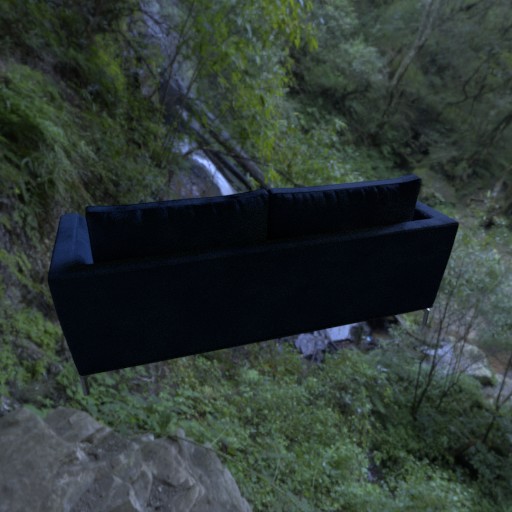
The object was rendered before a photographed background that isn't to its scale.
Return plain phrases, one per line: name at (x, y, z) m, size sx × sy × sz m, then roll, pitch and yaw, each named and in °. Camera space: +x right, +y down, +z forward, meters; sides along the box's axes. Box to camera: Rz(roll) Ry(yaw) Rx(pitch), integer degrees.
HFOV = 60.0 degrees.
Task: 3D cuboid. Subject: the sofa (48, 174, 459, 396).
sofa at (0.000, 0.000, 2.717) m, size 2.212 × 0.998 × 0.853 m, roll -8°, pitch 27°, yaw -16°
